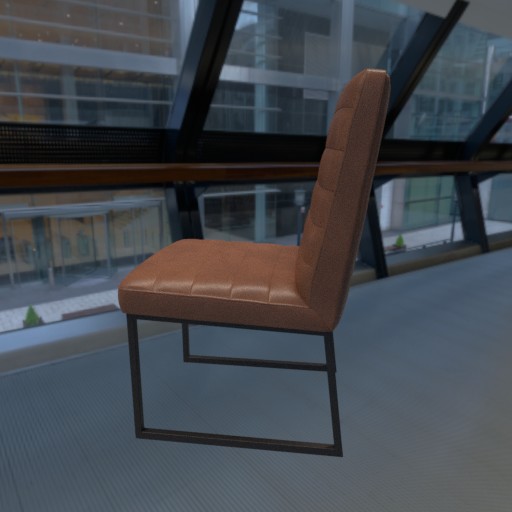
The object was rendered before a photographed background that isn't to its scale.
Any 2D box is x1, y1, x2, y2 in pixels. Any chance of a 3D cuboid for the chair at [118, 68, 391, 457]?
[{"bbox_3d":[0.000,0.000,1.277,0.634,0.930,0.520,2,14,8],"label":"chair"}]
